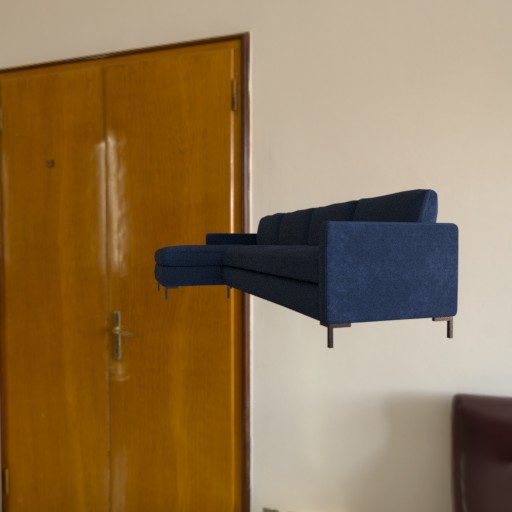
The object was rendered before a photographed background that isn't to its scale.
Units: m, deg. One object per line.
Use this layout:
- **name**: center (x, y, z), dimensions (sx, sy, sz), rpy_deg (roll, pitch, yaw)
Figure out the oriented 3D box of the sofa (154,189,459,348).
- **sofa**: center (0.000, 0.000, 2.936), dimensions (1.128, 0.679, 2.450), rpy_deg (-1, 2, -18)
